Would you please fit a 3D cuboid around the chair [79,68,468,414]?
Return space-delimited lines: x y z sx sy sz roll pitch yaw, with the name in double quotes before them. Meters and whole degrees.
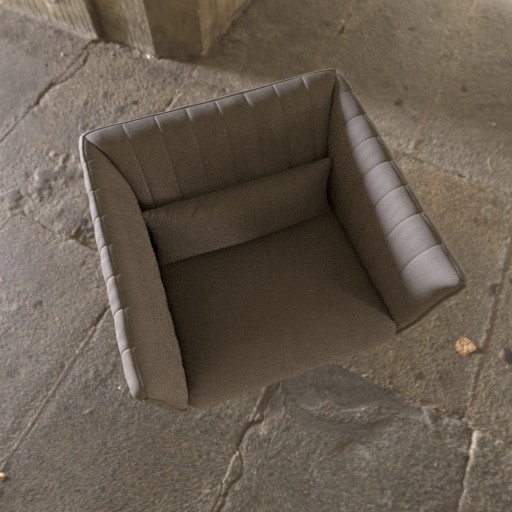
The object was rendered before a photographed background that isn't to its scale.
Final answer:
"chair" 0.000 0.000 1.616 0.981 0.779 0.873 -18 66 -8
